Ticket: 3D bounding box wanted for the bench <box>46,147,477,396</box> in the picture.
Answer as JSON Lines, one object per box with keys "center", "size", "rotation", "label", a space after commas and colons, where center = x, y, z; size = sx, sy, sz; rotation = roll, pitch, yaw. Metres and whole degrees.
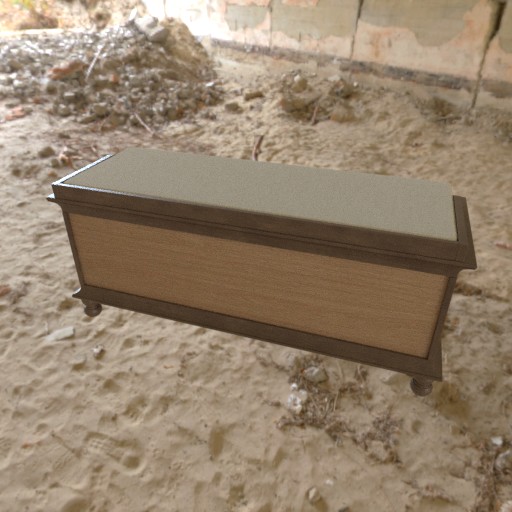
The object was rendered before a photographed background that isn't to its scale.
{"center": [0.000, 0.000, 1.423], "size": [1.185, 0.501, 0.402], "rotation": [10, 32, 16], "label": "bench"}
